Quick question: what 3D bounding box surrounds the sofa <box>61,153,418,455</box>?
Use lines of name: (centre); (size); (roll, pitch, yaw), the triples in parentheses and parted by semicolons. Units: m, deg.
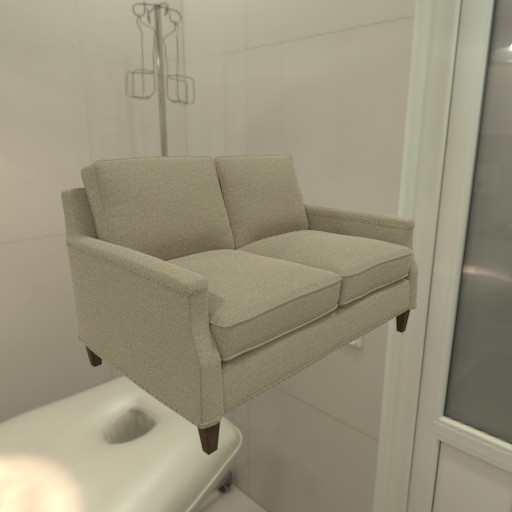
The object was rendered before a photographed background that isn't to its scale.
sofa: (0.000, 0.000, 2.287); (1.084, 1.003, 1.597); (15, 21, 43)
